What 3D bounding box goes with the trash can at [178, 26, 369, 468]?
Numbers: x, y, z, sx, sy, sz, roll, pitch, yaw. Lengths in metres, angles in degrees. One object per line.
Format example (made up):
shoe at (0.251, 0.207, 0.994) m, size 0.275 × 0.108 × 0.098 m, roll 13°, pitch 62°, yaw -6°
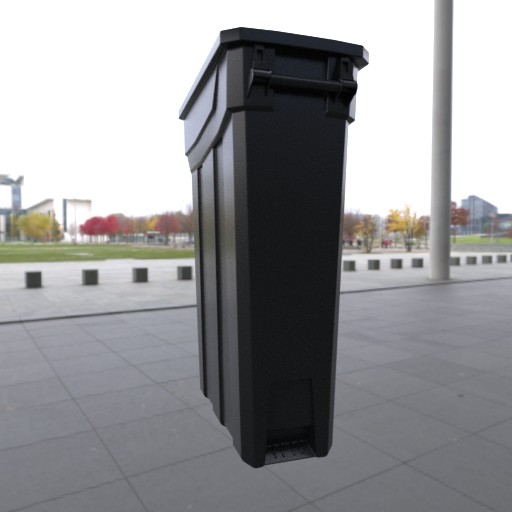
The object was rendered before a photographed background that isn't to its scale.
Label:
trash can at (0.000, 0.000, 1.014) m, size 0.281 × 0.762 × 0.559 m, roll -1°, pitch 2°, yaw -18°
